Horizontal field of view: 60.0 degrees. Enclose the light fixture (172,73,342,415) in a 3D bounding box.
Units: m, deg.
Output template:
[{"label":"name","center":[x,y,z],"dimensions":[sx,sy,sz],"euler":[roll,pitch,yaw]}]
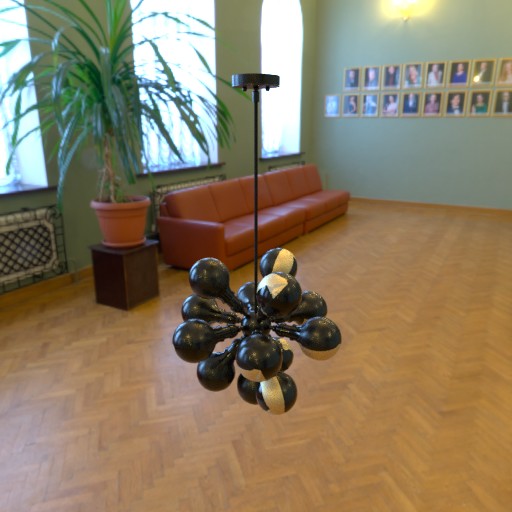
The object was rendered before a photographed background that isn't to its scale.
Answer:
[{"label":"light fixture","center":[0.000,0.000,1.136],"dimensions":[0.468,0.859,0.420],"euler":[8,18,27]}]
